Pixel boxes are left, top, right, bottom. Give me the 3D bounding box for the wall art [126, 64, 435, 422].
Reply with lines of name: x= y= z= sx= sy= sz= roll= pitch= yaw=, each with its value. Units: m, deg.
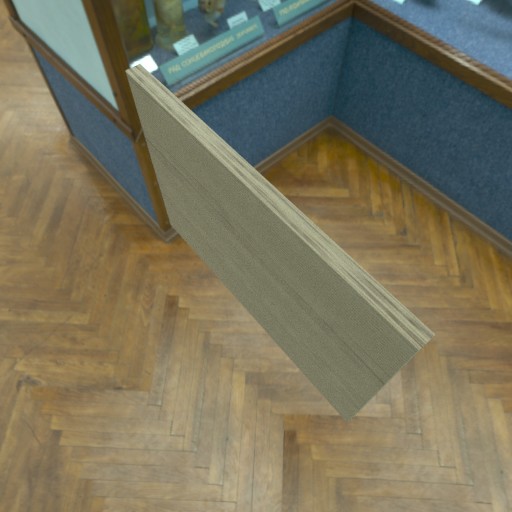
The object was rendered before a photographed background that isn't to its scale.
wall art: x=0.000 y=0.000 z=1.104 sx=0.063 sy=0.609 sz=0.841 roll=-36 pitch=66 yaw=-19
